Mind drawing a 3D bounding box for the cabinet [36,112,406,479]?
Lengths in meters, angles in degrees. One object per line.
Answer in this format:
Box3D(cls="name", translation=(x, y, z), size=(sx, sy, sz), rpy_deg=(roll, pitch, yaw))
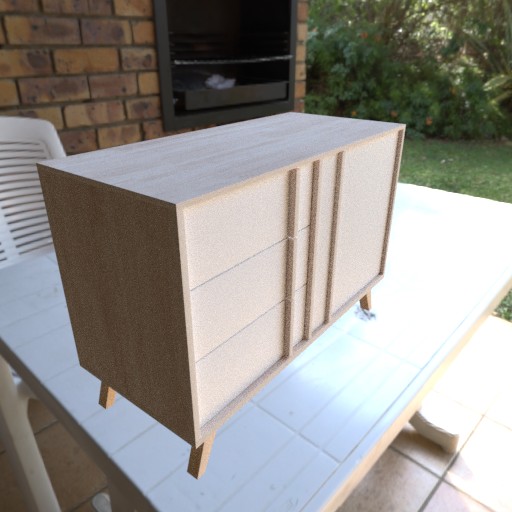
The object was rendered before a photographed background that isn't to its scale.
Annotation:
Box3D(cls="cabinet", translation=(0.000, 0.000, 1.509), size=(0.500, 0.780, 1.110), rpy_deg=(19, 32, 34))
